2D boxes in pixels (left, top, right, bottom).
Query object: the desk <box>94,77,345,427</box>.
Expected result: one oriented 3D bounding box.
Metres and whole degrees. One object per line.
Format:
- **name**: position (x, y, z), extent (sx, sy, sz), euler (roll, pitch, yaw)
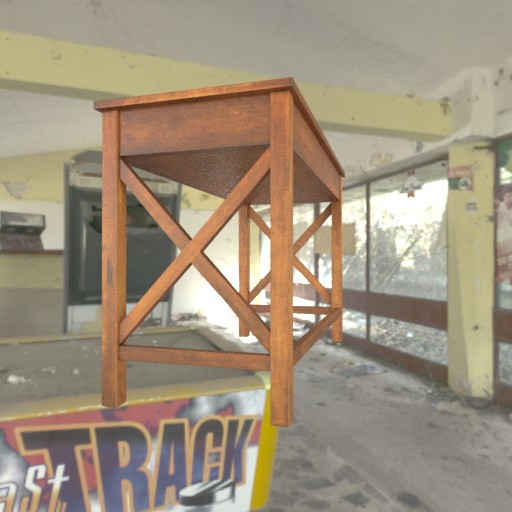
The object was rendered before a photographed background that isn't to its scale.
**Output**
- **desk**: position (0.000, 0.000, 1.559), extent (0.508, 0.762, 1.117), euler (0, 0, 17)
